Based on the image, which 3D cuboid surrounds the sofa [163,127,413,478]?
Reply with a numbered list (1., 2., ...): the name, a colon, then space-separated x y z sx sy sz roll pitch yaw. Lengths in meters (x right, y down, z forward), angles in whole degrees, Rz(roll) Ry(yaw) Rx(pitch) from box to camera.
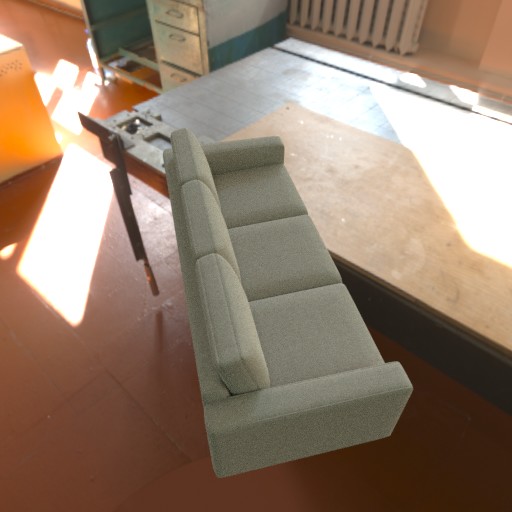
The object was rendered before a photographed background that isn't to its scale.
1. sofa: 0.000 0.000 2.651 0.900 0.800 2.160 -9 45 -9
